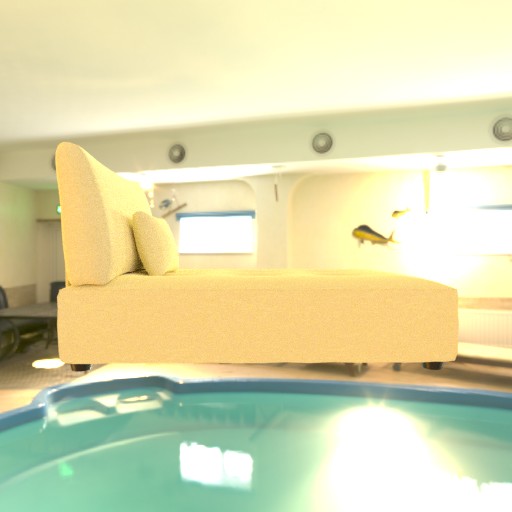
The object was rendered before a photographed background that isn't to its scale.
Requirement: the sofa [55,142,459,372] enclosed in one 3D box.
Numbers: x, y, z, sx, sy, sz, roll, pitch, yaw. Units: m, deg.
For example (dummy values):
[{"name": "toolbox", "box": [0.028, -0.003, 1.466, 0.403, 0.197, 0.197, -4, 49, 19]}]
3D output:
[{"name": "sofa", "box": [0.000, 0.000, 2.022, 1.450, 0.820, 0.930, 0, 1, -1]}]
